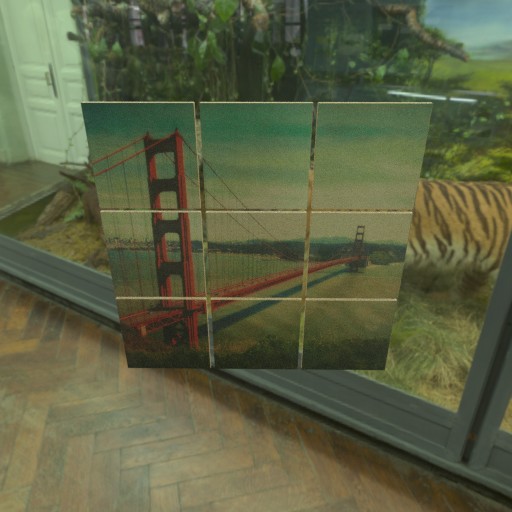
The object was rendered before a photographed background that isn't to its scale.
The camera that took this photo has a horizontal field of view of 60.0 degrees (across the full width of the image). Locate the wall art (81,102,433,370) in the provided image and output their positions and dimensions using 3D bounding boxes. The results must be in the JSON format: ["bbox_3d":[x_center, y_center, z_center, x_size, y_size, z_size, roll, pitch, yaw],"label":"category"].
[{"bbox_3d":[0.000,0.000,1.822,1.217,1.207,0.016,0,28,1],"label":"wall art"}]
